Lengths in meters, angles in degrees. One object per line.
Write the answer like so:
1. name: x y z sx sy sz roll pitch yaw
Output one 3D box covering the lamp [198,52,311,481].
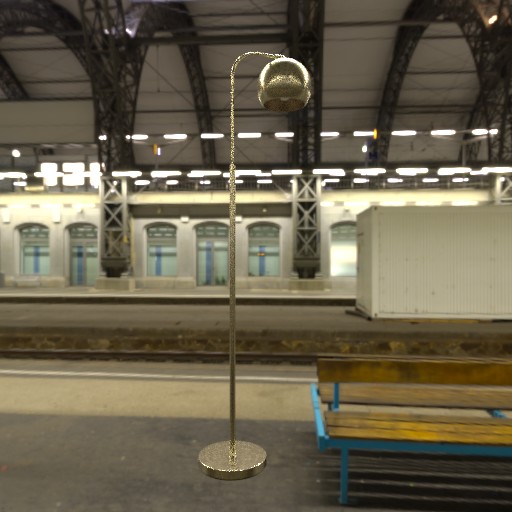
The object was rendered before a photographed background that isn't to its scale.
1. lamp: 0.000 0.000 1.655 0.431 1.526 0.250 0 0 -18
